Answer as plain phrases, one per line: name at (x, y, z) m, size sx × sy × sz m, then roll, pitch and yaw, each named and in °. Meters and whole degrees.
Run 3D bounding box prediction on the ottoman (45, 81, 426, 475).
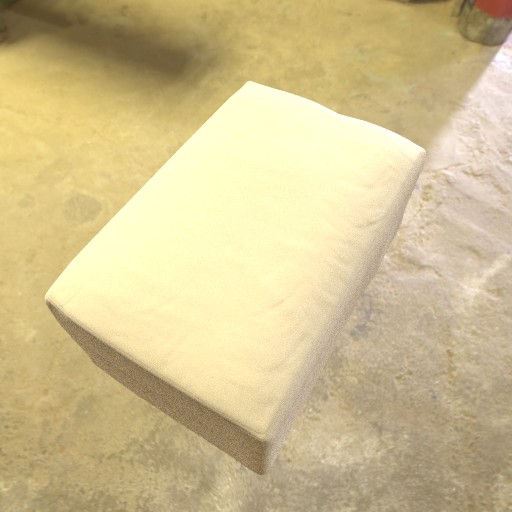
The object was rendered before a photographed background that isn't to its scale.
ottoman at (0.000, 0.000, 1.176) m, size 0.590 × 0.444 × 0.872 m, roll 27°, pitch 61°, yaw 16°
